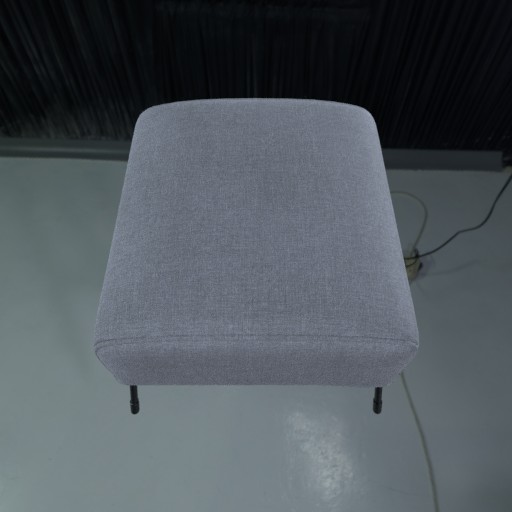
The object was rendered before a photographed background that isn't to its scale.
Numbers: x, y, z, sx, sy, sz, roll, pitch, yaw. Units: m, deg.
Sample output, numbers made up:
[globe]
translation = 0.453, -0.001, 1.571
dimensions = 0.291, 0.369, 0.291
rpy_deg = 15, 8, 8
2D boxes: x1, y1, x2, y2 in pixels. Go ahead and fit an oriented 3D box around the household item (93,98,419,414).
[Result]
[household item]
translation = 0.000, 0.000, 0.896
dimensions = 0.530, 0.410, 0.530
rpy_deg = 0, 58, 0
